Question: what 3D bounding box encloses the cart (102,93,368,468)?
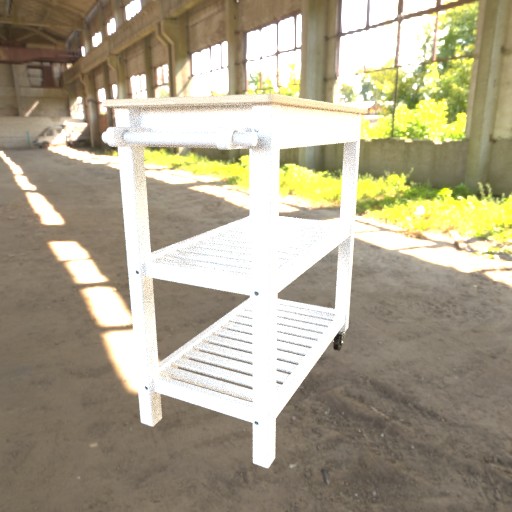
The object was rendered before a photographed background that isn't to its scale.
[{"bbox_3d":[0.000,0.000,1.435,0.457,0.927,0.899,8,18,25],"label":"cart"}]
